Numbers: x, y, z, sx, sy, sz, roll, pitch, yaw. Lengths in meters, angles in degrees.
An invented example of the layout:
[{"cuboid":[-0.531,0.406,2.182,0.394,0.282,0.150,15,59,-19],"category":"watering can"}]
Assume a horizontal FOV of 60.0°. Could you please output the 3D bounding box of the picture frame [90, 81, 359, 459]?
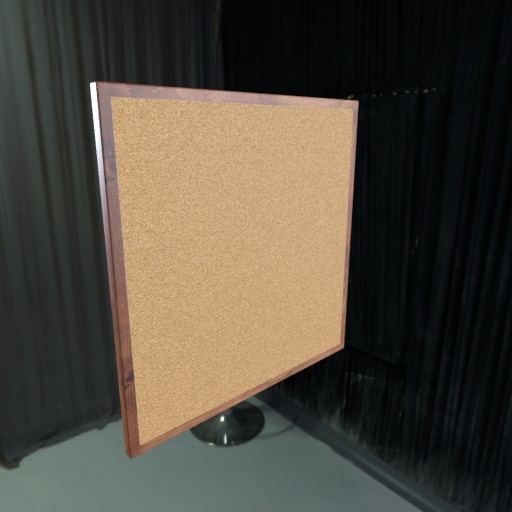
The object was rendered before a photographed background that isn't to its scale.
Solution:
[{"cuboid":[0.000,0.000,1.185,0.810,0.817,0.029,-14,21,-41],"category":"picture frame"}]
